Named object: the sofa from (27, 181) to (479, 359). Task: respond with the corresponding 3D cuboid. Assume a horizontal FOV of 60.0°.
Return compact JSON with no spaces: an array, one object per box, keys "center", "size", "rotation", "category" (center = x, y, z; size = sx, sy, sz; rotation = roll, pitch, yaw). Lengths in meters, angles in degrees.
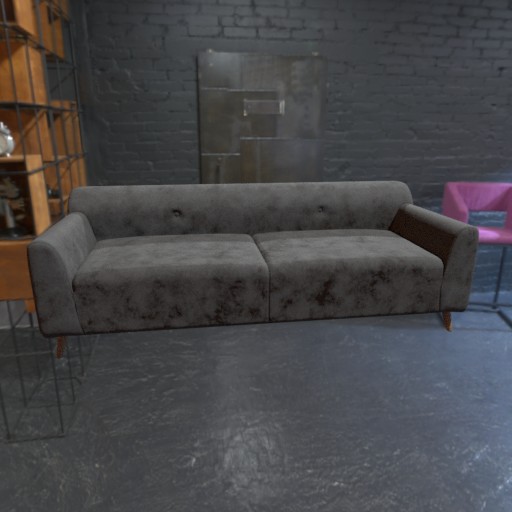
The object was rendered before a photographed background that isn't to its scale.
[{"center":[0.000,0.000,2.579],"size":[2.190,0.740,0.900],"rotation":[-2,17,-8],"category":"sofa"}]
